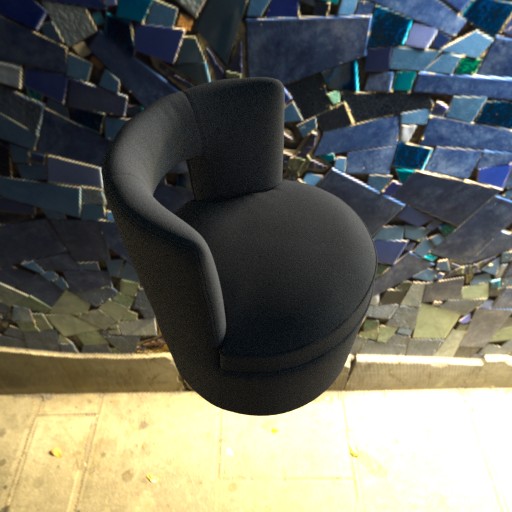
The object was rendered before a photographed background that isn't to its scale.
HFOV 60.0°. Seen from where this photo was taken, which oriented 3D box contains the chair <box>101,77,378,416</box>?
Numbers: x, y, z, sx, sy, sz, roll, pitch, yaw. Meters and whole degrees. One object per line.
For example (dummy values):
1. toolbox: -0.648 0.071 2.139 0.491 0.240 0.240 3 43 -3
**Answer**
1. chair: 0.000 0.000 1.232 0.660 0.719 0.689 11 47 10
